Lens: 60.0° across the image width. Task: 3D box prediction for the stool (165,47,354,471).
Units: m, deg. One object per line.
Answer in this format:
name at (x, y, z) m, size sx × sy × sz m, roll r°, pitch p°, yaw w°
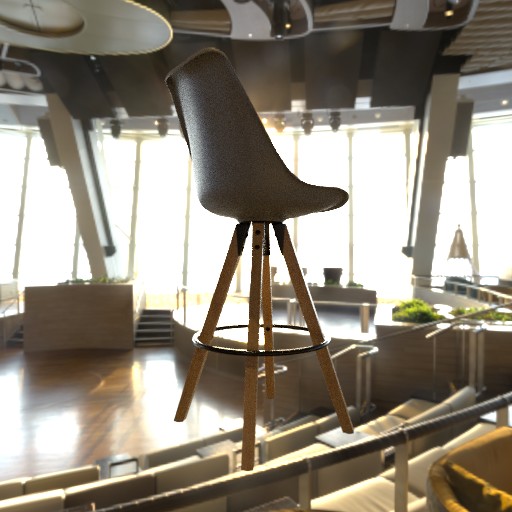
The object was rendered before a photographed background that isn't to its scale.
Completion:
stool at (0.000, 0.000, 1.429) m, size 0.550 × 1.115 × 0.485 m, roll -1°, pitch 2°, yaw -36°
